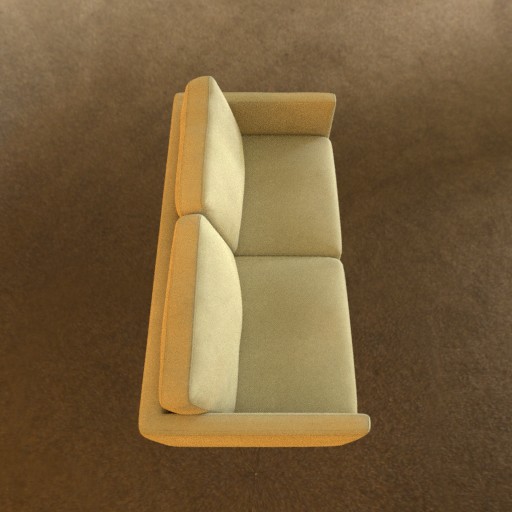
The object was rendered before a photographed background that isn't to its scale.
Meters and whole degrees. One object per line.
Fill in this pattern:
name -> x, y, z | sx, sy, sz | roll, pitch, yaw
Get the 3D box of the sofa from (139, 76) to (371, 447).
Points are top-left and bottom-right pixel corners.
sofa -> 0.000, 0.000, 2.364 | 0.950, 0.940, 1.846 | 0, 64, 0
